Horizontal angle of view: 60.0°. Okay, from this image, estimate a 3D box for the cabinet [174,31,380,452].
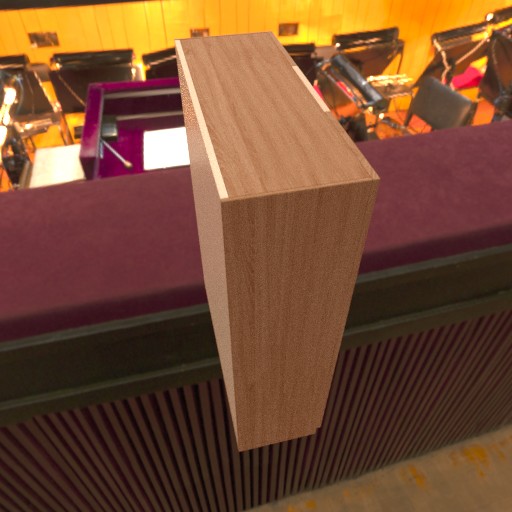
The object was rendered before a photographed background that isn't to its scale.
[{"bbox_3d":[0.000,0.000,2.773,0.590,2.120,1.500,-10,46,-9],"label":"cabinet"}]
